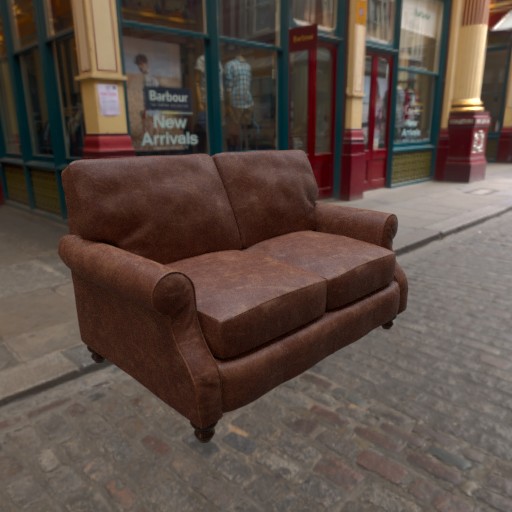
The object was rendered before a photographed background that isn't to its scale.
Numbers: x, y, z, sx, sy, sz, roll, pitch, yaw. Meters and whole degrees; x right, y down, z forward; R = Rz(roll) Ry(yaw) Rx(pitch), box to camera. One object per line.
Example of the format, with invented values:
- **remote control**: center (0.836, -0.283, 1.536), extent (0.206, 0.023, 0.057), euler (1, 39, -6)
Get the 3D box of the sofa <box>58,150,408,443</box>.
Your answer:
- **sofa**: center (0.000, 0.000, 2.185), extent (0.990, 0.967, 1.616), euler (15, 22, 43)
